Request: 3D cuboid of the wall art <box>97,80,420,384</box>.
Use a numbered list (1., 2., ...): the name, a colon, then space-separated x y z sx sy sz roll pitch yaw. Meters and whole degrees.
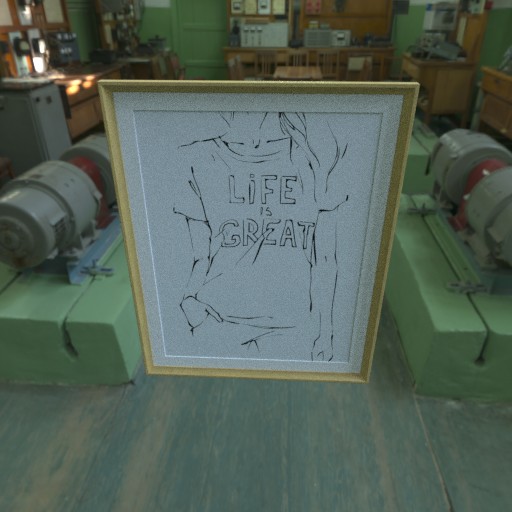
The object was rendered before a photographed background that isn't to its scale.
1. wall art: 0.000 0.000 1.355 0.798 1.002 0.030 2 30 3
